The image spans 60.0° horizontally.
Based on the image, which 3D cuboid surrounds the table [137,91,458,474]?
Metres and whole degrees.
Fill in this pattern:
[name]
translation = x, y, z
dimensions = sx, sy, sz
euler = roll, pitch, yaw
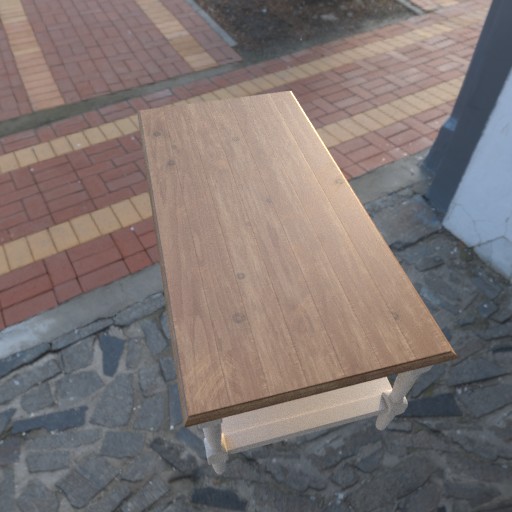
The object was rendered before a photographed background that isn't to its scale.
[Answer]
[table]
translation = 0.000, 0.000, 1.375
dimensions = 0.559, 0.458, 1.118
euler = -11, 49, -10
